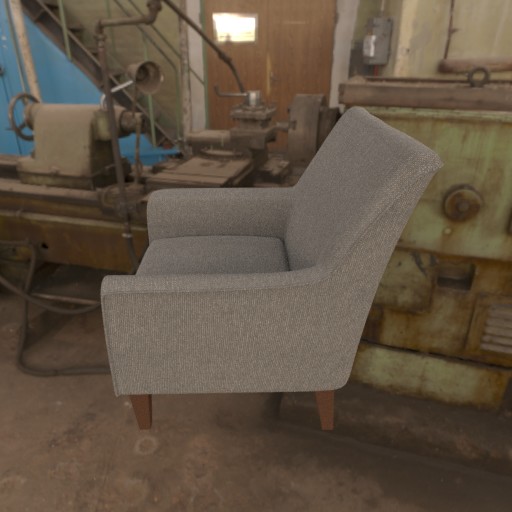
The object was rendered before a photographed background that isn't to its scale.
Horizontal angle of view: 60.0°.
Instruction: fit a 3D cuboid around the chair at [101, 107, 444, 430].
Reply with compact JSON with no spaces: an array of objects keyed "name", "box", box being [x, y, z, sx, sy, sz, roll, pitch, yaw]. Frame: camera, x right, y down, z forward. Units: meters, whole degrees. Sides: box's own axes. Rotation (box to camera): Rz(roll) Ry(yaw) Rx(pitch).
[{"name":"chair","box":[0.000,0.000,1.578,0.899,0.919,0.780,-1,27,-1]}]
